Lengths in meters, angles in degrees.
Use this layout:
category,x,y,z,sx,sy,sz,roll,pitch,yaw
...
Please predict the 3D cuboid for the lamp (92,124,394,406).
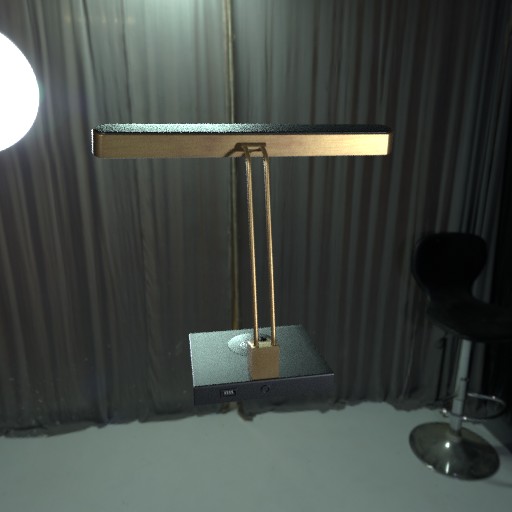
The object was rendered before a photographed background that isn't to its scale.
category,x,y,z,sx,sy,sz,roll,pitch,yaw
lamp,0.000,0.000,0.603,0.412,0.345,0.156,-3,16,-10
